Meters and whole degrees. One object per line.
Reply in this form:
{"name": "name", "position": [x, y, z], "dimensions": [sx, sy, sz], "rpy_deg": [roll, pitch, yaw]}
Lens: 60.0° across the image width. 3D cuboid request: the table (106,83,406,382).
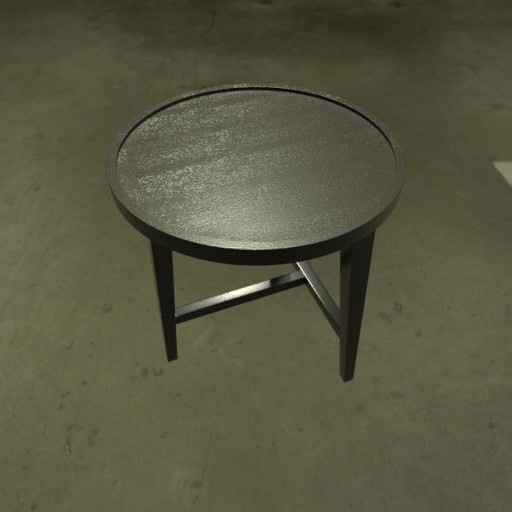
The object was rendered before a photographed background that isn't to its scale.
{"name": "table", "position": [0.000, 0.000, 0.947], "dimensions": [0.500, 0.531, 0.500], "rpy_deg": [0, 45, 0]}
